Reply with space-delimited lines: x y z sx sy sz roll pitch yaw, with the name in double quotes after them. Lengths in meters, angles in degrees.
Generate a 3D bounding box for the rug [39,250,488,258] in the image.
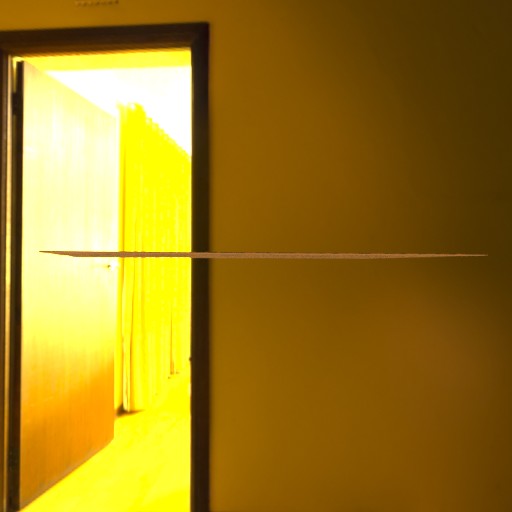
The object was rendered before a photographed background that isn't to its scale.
0.000 0.000 3.033 2.447 0.011 1.520 0 -1 -16 "rug"
